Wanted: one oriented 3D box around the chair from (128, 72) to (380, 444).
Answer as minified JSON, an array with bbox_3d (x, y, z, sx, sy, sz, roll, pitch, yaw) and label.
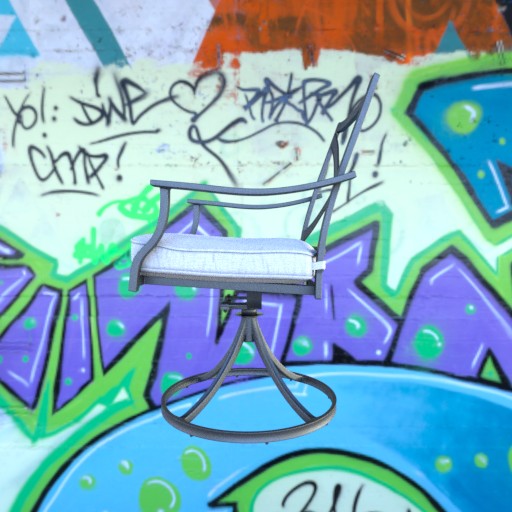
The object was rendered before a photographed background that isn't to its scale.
[{"bbox_3d":[0.000,0.000,1.308,0.620,0.889,0.575,0,3,0],"label":"chair"}]
